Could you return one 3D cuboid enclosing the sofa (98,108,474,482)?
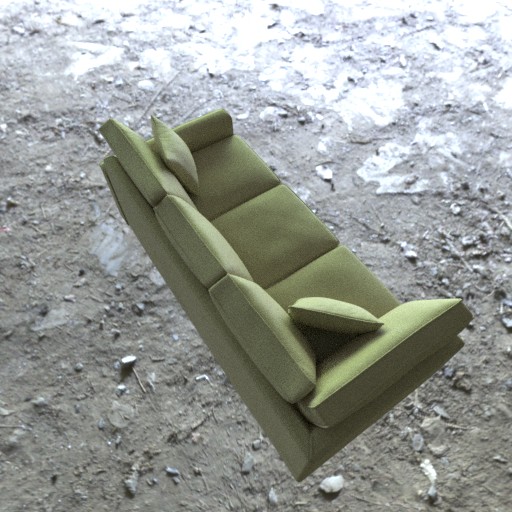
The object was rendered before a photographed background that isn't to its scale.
[{"bbox_3d":[0.000,0.000,2.794,1.053,0.948,2.323,-30,62,-18],"label":"sofa"}]
